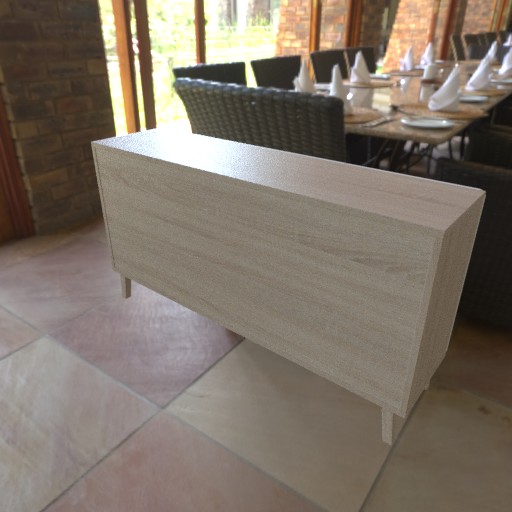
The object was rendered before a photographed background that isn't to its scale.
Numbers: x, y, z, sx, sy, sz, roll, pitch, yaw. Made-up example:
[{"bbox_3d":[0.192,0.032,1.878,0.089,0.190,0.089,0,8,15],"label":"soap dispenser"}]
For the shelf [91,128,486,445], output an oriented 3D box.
[{"bbox_3d":[0.000,0.000,1.800,1.490,0.780,0.400,20,34,34],"label":"shelf"}]
